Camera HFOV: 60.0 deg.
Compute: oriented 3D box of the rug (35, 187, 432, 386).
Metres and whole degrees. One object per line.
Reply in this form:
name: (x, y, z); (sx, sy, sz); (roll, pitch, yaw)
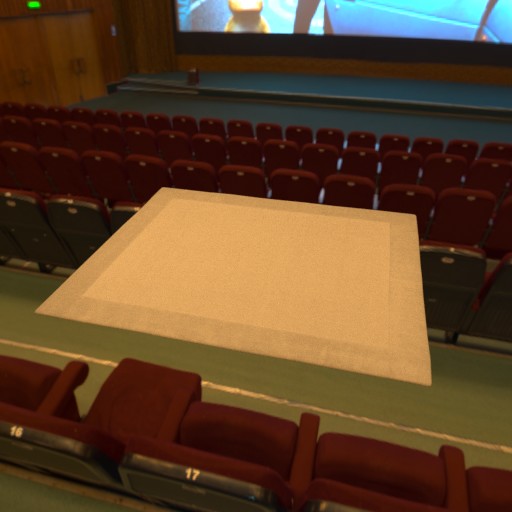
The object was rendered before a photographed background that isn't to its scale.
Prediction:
rug: (0.000, 0.000, 4.135); (2.976, 0.018, 2.430); (8, 34, 12)
